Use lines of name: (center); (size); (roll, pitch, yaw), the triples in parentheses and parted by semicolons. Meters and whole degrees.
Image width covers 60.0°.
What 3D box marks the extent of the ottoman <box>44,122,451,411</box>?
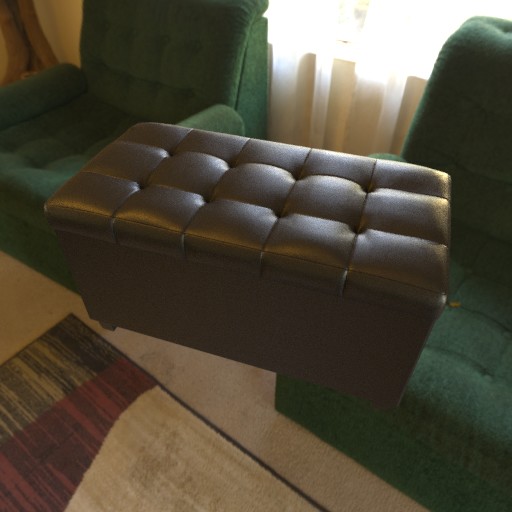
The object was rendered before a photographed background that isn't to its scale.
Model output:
ottoman: (0.000, 0.000, 1.130); (0.838, 0.470, 0.432); (13, 44, 13)
